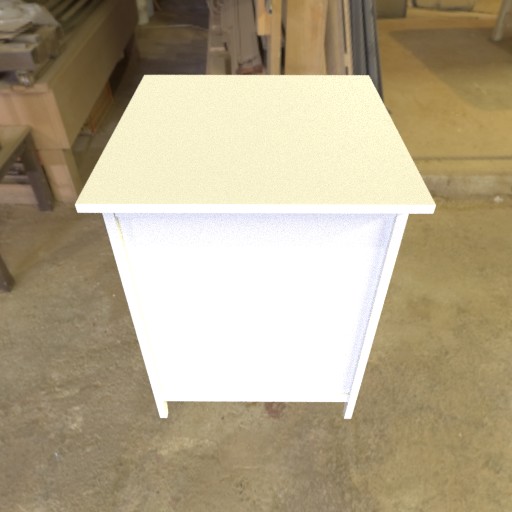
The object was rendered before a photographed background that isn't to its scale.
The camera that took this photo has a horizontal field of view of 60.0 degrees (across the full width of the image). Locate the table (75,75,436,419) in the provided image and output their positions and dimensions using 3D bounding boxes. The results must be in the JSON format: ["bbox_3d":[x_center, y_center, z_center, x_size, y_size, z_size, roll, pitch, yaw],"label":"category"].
[{"bbox_3d":[0.000,0.000,0.769,0.381,0.483,0.381,0,42,0],"label":"table"}]
